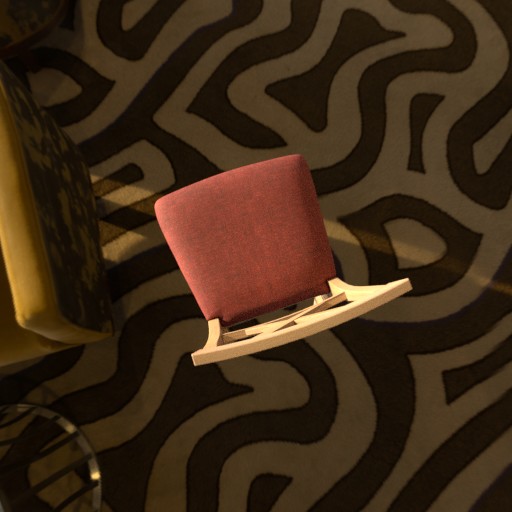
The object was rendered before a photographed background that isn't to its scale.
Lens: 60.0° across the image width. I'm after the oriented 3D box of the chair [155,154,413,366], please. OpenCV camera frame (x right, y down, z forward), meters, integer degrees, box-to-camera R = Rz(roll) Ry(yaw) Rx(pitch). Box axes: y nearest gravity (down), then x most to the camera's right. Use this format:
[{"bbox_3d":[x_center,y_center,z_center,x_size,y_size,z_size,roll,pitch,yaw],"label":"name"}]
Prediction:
[{"bbox_3d":[0.000,0.000,1.193,0.439,0.912,0.492,-19,78,-4],"label":"chair"}]
